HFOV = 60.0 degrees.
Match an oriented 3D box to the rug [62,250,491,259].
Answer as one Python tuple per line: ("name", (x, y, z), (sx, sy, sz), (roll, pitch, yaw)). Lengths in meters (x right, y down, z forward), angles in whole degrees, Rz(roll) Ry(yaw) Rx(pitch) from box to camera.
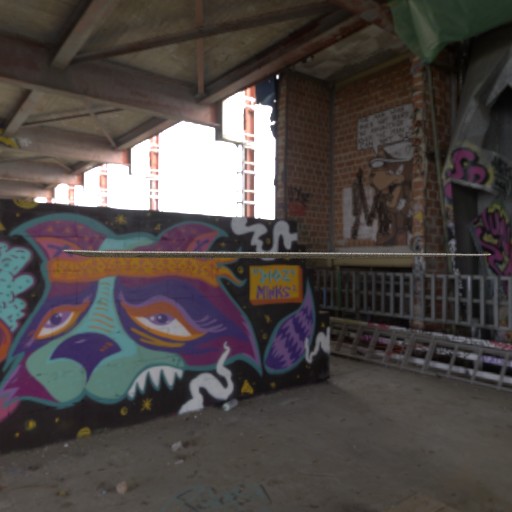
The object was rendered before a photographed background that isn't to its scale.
("rug", (0.000, 0.000, 4.142), (3.069, 0.026, 2.451), (0, -1, -17))
